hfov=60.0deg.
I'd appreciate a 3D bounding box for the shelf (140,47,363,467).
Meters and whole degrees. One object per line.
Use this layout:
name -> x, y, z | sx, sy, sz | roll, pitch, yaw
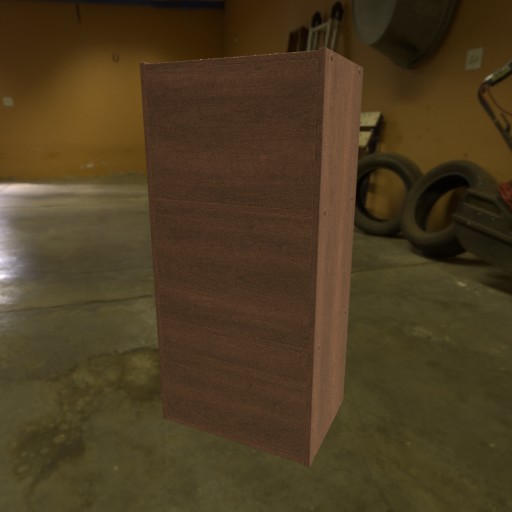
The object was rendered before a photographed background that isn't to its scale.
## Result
shelf -> 0.000, 0.000, 1.103 | 0.414, 0.879, 0.290 | 7, 17, 25
